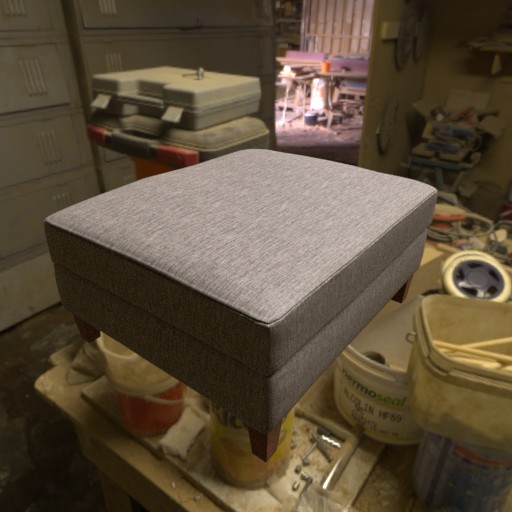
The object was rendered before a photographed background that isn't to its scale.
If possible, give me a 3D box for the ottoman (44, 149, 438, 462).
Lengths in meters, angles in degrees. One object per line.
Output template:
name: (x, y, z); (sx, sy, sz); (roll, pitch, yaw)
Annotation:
ottoman: (0.000, 0.000, 1.470); (0.839, 0.492, 0.994); (20, 34, 33)
